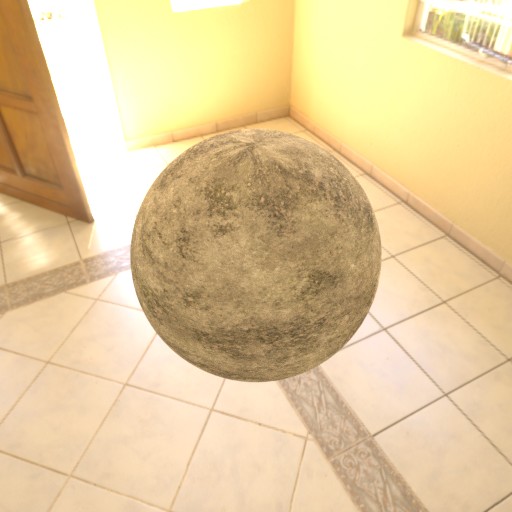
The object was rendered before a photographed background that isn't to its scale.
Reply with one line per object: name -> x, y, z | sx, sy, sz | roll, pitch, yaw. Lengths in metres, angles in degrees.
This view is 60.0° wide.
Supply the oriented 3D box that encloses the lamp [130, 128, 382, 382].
lamp -> 0.000, 0.000, 0.773 | 0.422, 0.429, 0.422 | 0, 42, 0
